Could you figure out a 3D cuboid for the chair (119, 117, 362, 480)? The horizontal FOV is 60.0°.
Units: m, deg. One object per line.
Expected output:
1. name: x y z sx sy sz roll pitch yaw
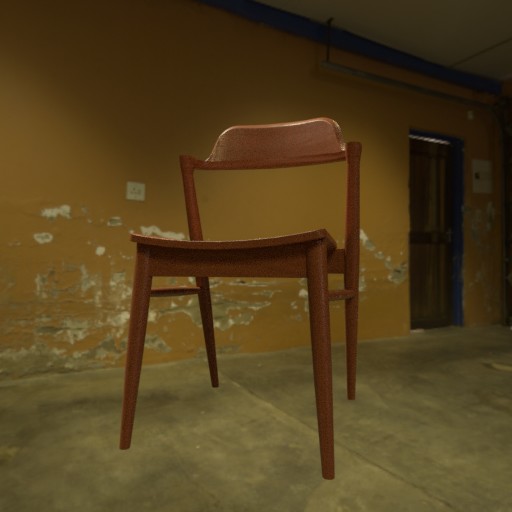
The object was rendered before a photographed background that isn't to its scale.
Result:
1. chair: 0.000 0.000 1.090 0.496 0.801 0.499 0 -1 17
